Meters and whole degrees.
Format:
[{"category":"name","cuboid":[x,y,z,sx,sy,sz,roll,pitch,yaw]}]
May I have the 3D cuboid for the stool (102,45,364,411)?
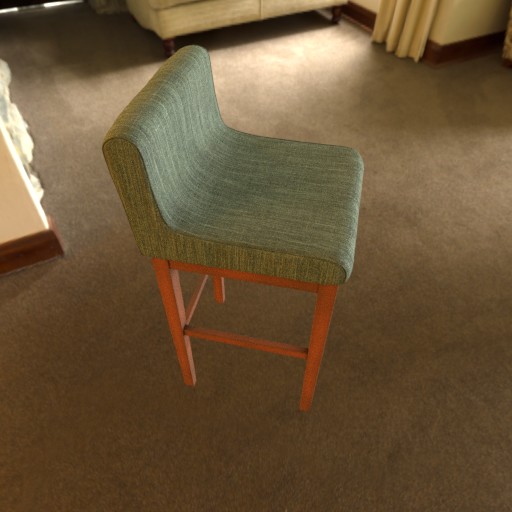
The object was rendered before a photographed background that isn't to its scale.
[{"category":"stool","cuboid":[0.000,0.000,1.237,0.499,0.965,0.426,10,48,9]}]
